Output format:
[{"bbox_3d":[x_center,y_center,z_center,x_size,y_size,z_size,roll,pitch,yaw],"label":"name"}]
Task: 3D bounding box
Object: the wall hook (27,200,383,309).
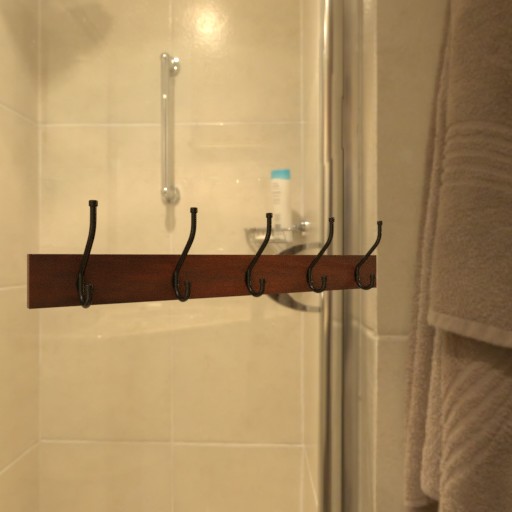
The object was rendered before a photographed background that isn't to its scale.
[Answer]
[{"bbox_3d":[0.000,0.000,0.627,0.571,0.117,0.071,0,0,-36],"label":"wall hook"}]
